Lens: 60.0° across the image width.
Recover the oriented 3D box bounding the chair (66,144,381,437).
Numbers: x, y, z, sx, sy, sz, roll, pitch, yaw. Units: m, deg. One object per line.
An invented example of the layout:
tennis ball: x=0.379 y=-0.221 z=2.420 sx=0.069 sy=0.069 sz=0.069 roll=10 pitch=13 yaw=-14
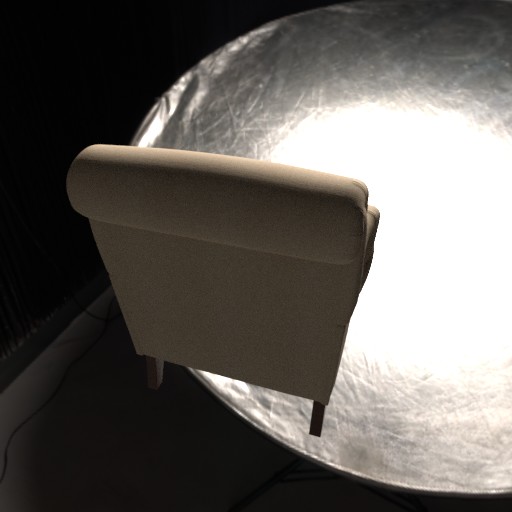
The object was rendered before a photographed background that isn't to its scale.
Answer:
chair: x=0.000 y=0.000 z=1.532 sx=0.766 sy=0.944 sz=0.842 roll=11 pitch=35 yaw=16
